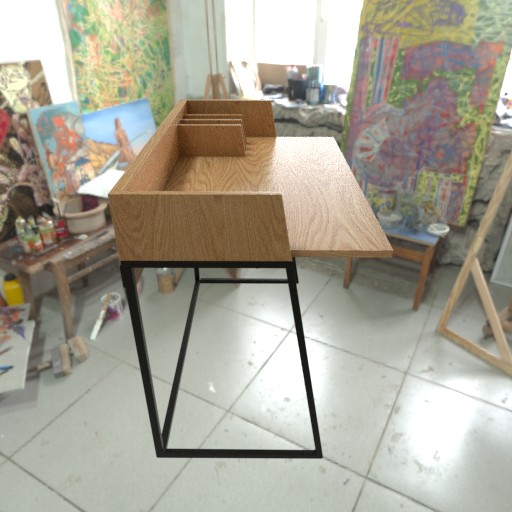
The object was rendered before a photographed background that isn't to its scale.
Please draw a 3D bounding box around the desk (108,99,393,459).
[{"bbox_3d":[0.000,0.000,1.905,0.769,1.061,1.191,0,30,0],"label":"desk"}]
